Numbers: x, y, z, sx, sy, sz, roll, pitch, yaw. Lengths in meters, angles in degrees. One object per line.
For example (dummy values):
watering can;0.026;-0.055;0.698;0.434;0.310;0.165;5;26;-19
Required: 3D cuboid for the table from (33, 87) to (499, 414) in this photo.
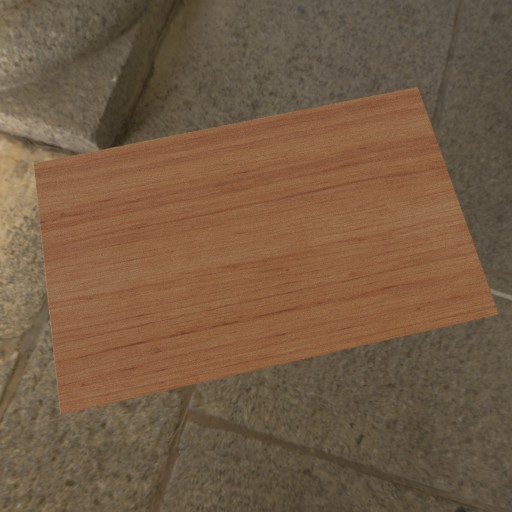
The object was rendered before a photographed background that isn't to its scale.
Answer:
table;0.000;0.000;1.431;1.146;0.457;0.695;-12;76;-3
